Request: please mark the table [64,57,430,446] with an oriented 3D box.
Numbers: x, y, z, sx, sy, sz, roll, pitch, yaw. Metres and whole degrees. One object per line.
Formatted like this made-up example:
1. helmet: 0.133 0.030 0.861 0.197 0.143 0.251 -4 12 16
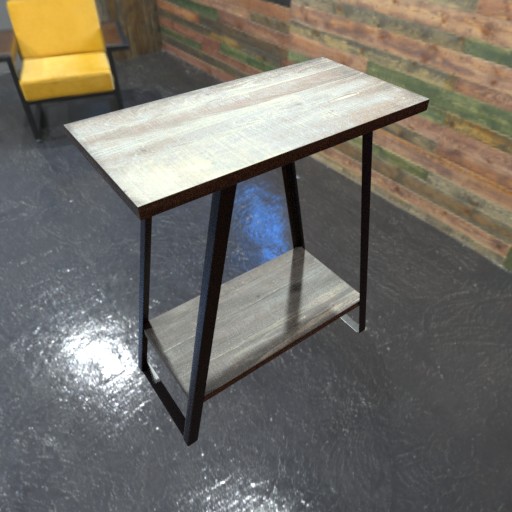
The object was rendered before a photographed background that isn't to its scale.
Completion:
1. table: 0.000 0.000 1.033 0.599 0.701 0.300 -26 48 -26
